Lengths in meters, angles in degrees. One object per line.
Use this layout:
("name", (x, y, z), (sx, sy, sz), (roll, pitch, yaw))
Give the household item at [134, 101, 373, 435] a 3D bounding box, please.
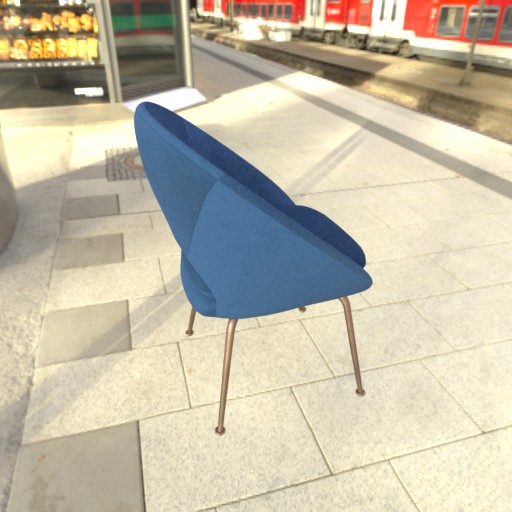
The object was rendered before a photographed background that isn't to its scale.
("household item", (0.000, 0.000, 1.264), (0.573, 0.852, 0.623), (-9, 31, -16))
